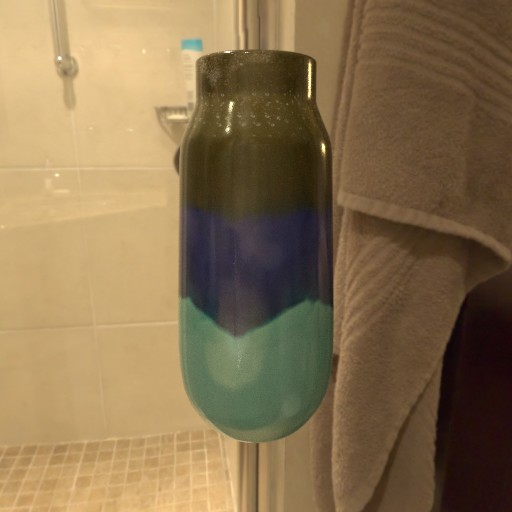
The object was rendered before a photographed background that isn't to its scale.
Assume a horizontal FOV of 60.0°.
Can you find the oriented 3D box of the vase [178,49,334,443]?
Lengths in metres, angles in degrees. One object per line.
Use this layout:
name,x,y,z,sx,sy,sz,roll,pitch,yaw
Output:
vase,0.000,0.000,0.382,0.139,0.313,0.139,0,15,0
